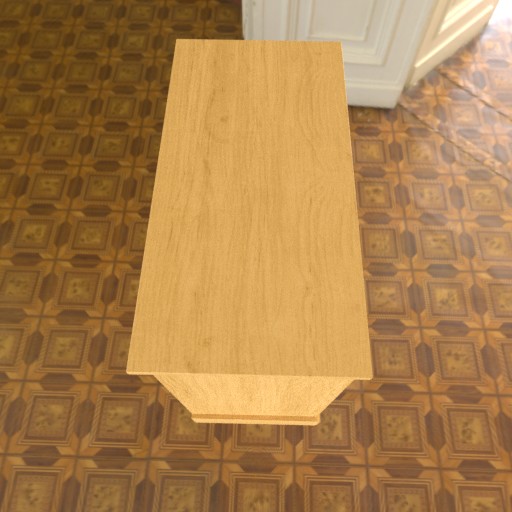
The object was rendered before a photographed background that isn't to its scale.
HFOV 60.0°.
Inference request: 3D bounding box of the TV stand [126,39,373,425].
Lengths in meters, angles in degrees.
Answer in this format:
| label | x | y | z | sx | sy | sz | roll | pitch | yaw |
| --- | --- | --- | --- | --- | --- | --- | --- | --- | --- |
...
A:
| label | x | y | z | sx | sy | sz | roll | pitch | yaw |
| --- | --- | --- | --- | --- | --- | --- | --- | --- | --- |
| TV stand | 0.000 | 0.000 | 1.305 | 0.430 | 0.787 | 0.851 | 1 | 64 | 1 |
